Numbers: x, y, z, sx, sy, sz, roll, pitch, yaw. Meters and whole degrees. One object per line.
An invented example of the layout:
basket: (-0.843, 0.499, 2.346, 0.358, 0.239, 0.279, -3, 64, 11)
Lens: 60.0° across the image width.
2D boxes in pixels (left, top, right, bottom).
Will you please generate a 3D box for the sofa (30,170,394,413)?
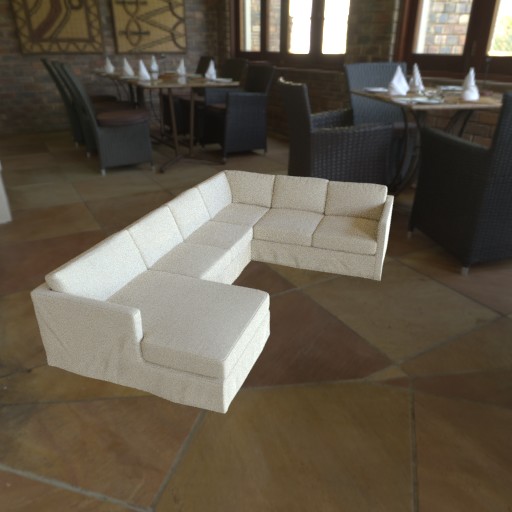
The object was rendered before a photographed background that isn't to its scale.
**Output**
sofa: (0.000, 0.000, 4.531, 2.448, 0.882, 3.464, 9, 27, 17)
